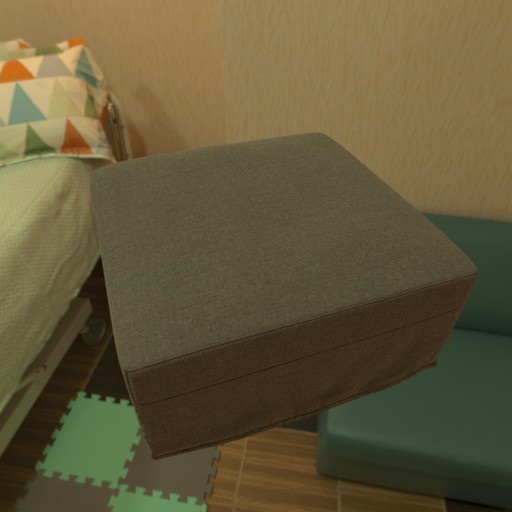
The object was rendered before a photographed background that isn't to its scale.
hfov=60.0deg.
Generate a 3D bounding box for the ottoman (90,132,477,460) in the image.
[{"bbox_3d":[0.000,0.000,1.311,0.840,0.436,0.843,-13,41,-16],"label":"ottoman"}]
